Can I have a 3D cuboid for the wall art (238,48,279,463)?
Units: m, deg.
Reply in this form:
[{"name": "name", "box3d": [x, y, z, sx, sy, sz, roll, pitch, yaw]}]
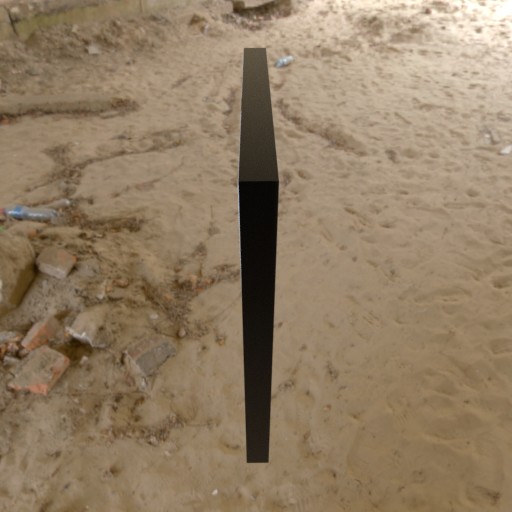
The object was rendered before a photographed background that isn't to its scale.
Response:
[{"name": "wall art", "box3d": [0.000, 0.000, 0.761, 0.039, 0.553, 0.451, 0, 40, 0]}]
